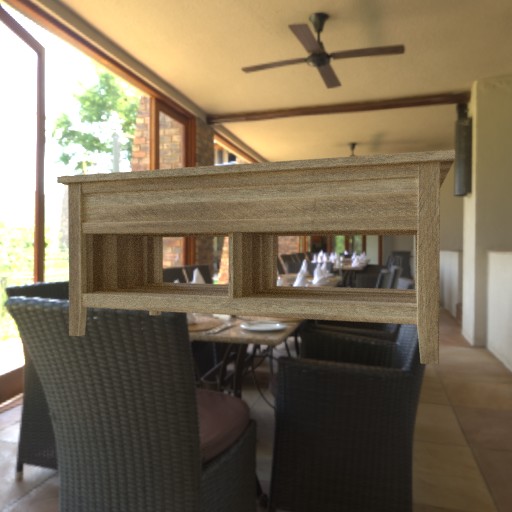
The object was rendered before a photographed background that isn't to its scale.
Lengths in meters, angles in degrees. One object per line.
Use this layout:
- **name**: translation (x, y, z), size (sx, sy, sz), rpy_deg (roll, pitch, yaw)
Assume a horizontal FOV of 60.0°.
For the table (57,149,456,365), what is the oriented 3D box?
- **table**: translation (0.000, 0.000, 1.386), size (1.095, 0.480, 0.493), rpy_deg (0, 1, 19)
